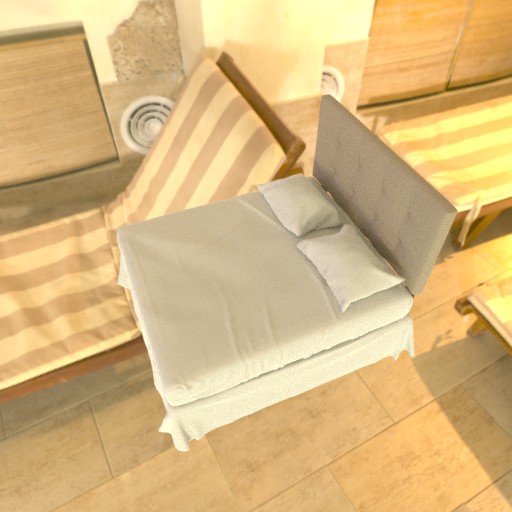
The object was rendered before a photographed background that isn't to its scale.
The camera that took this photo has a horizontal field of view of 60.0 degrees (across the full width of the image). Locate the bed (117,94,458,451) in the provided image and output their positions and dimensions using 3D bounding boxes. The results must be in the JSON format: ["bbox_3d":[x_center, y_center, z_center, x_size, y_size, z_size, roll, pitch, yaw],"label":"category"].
[{"bbox_3d":[0.000,0.000,3.542,2.222,1.577,1.936,-17,50,-15],"label":"bed"}]
